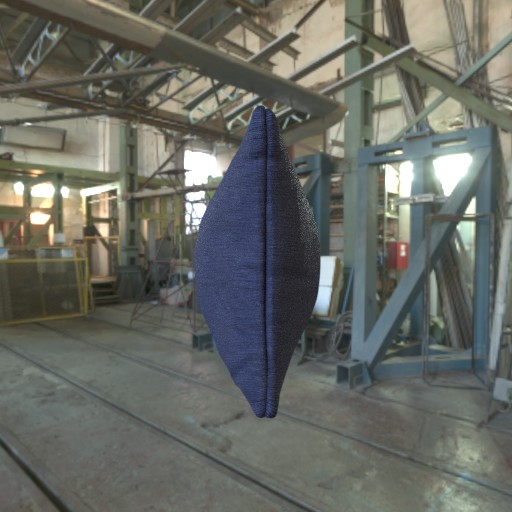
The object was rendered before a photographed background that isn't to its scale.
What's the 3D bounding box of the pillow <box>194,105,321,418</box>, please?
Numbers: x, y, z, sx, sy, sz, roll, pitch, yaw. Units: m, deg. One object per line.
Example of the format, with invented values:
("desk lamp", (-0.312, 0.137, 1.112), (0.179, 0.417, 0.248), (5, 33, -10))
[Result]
("pillow", (0.000, 0.000, 0.785), (0.210, 0.338, 0.633), (0, 2, 0))
